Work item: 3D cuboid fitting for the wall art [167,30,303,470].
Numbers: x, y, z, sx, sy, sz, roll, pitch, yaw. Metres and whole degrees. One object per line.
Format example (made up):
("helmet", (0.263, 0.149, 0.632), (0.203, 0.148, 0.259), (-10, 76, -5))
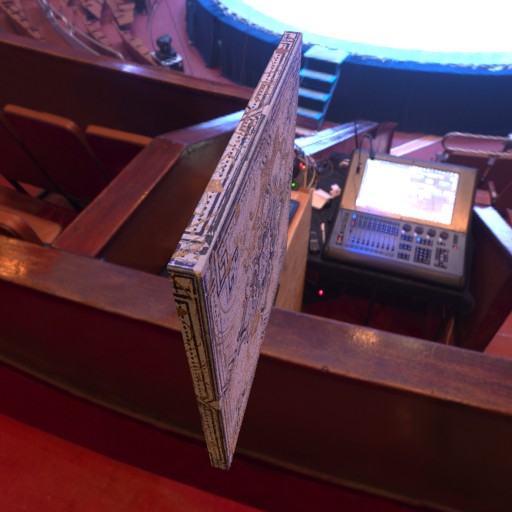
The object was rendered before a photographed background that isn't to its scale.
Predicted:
("wall art", (0.000, 0.000, 0.857), (0.036, 0.607, 0.609), (10, 48, 9))
